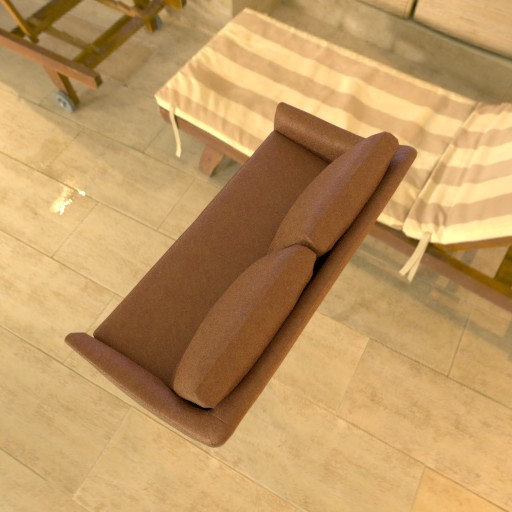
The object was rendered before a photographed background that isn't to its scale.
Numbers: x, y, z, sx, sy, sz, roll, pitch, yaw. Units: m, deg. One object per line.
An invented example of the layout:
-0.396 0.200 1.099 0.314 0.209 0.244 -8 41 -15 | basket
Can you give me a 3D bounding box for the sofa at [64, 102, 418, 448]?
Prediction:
0.000 0.000 2.594 0.981 0.945 2.036 31 67 15 | sofa
